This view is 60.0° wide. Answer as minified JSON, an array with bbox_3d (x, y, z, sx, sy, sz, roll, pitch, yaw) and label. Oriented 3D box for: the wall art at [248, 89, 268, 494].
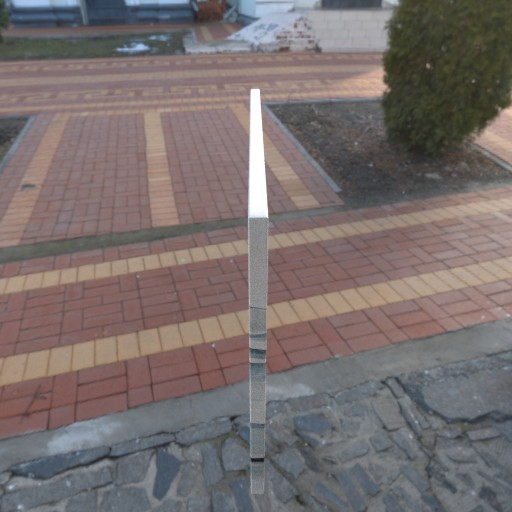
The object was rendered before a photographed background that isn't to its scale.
[{"bbox_3d":[0.000,0.000,1.597,0.039,0.915,1.219,0,31,0],"label":"wall art"}]
